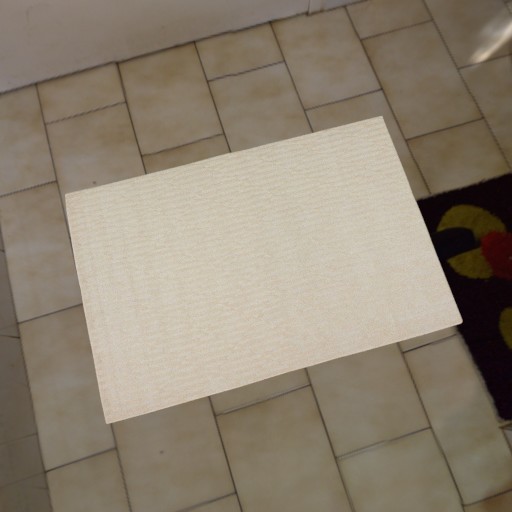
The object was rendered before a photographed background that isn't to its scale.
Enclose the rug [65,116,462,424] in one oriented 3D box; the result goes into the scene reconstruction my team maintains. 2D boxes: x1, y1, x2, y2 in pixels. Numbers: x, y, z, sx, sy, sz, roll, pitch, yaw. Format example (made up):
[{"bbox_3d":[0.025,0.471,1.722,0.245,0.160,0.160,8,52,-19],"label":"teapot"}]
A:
[{"bbox_3d":[0.000,0.000,2.337,1.848,0.014,1.238,-15,75,-4],"label":"rug"}]
